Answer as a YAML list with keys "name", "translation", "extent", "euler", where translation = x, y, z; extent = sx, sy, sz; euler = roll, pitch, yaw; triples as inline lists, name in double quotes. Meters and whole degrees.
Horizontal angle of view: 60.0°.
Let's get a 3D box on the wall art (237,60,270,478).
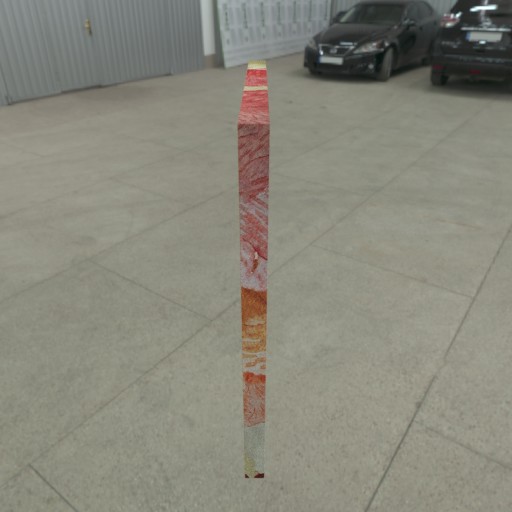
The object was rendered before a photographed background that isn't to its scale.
- name: "wall art"
  translation: [0.000, 0.000, 0.686]
  extent: [0.028, 0.508, 0.406]
  euler: [0, 31, 1]
